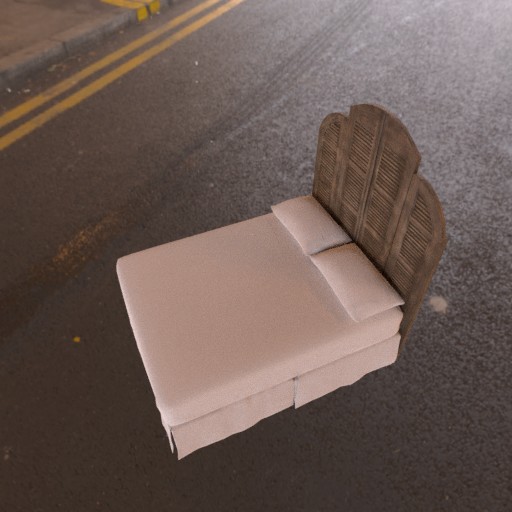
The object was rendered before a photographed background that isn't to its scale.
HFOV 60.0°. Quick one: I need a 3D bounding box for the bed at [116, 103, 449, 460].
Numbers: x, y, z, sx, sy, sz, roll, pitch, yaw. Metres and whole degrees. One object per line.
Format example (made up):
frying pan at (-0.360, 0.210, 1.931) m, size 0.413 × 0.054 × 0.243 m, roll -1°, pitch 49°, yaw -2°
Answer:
bed at (0.000, 0.000, 3.501) m, size 2.138 × 2.019 × 1.713 m, roll -18°, pitch 48°, yaw -17°
